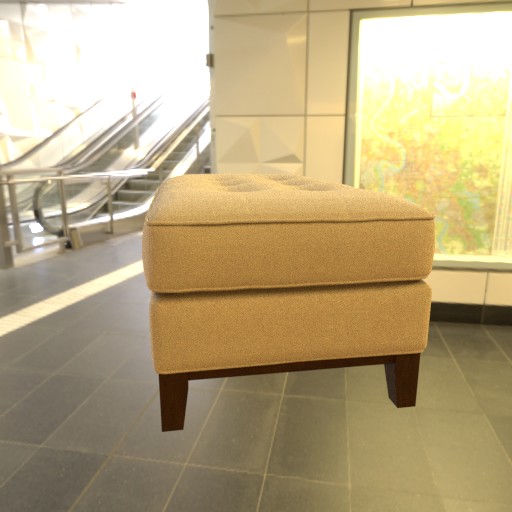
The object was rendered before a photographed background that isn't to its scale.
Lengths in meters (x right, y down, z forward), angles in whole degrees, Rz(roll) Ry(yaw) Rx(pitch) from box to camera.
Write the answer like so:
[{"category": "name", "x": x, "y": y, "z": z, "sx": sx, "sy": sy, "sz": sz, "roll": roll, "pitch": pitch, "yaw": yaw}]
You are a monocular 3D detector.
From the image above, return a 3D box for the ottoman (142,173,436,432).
[{"category": "ottoman", "x": 0.000, "y": 0.000, "z": 1.476, "sx": 0.648, "sy": 0.508, "sz": 1.143, "roll": -2, "pitch": 14, "yaw": -9}]
